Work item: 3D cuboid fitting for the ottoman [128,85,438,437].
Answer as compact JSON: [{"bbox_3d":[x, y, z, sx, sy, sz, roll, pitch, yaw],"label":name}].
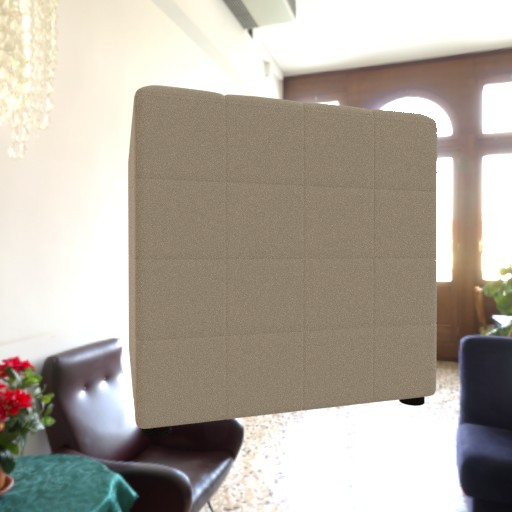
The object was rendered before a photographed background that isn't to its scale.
[{"bbox_3d":[0.000,0.000,0.781,0.425,0.432,0.425,0,1,-17],"label":"ottoman"}]
